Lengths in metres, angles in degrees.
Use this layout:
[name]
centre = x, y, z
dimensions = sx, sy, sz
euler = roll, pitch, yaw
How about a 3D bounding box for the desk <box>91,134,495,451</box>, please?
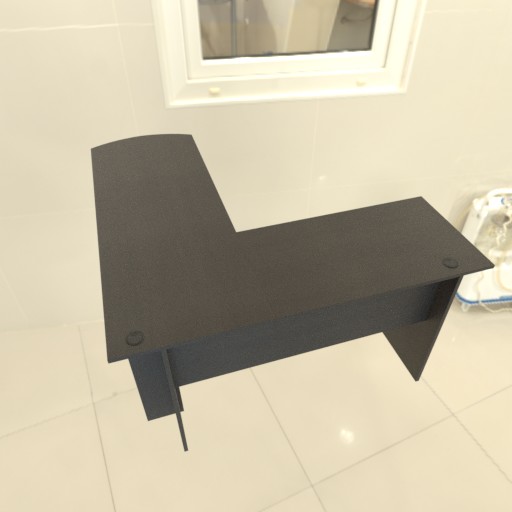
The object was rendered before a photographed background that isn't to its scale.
[desk]
centre = 0.000, 0.000, 2.107
dimensions = 1.303, 0.716, 1.361
euler = -12, 43, -13
